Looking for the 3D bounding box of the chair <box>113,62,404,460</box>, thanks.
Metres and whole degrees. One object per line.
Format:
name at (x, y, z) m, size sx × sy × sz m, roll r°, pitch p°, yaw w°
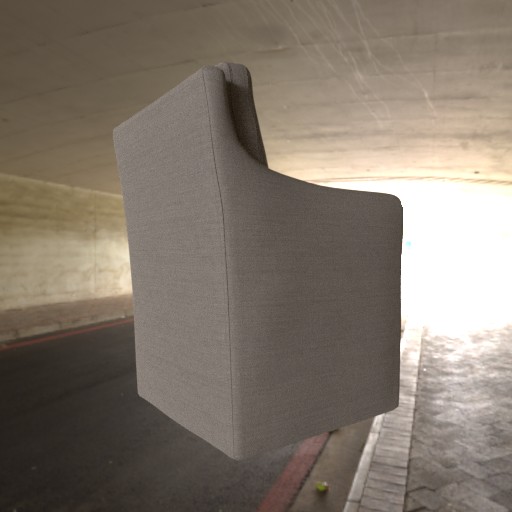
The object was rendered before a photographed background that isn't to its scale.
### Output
chair at (0.000, 0.000, 1.356) m, size 0.694 × 0.914 × 0.626 m, roll 0°, pitch 0°, yaw -36°
